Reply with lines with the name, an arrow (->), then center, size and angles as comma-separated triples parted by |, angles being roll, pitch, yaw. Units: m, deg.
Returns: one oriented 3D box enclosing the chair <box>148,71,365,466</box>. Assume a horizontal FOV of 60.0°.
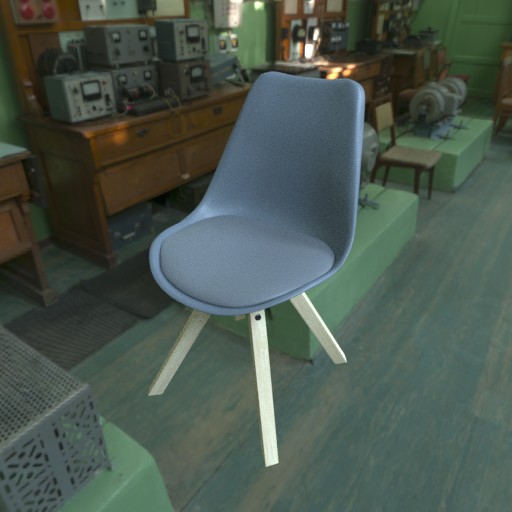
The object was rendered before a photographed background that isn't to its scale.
chair -> 0.000, 0.000, 1.193 | 0.485, 0.850, 0.550 | 19, 35, 28
